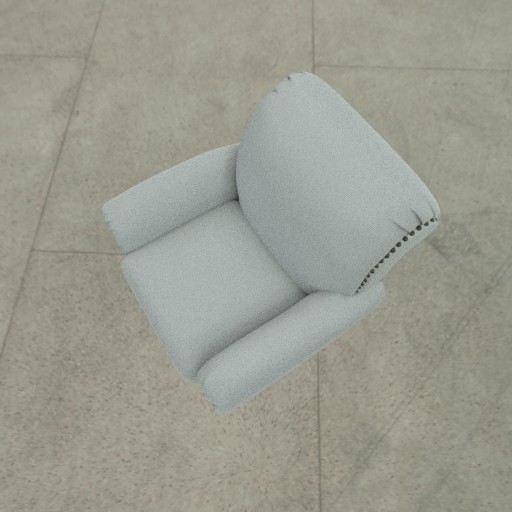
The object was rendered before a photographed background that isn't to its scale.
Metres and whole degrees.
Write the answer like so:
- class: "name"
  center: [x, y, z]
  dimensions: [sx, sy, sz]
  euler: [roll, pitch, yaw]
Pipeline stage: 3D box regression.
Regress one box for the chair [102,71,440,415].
- class: "chair"
  center: [0.000, 0.000, 1.637]
  dimensions: [0.890, 0.927, 0.854]
  euler: [-30, 68, -14]
